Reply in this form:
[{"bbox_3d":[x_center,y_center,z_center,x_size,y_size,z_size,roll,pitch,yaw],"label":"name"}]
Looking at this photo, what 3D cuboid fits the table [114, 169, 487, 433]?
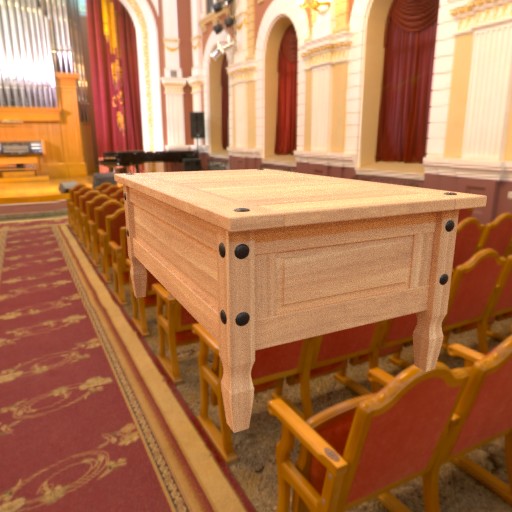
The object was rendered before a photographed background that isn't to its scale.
[{"bbox_3d":[0.000,0.000,1.299,0.600,0.437,1.000,-7,16,-26],"label":"table"}]
